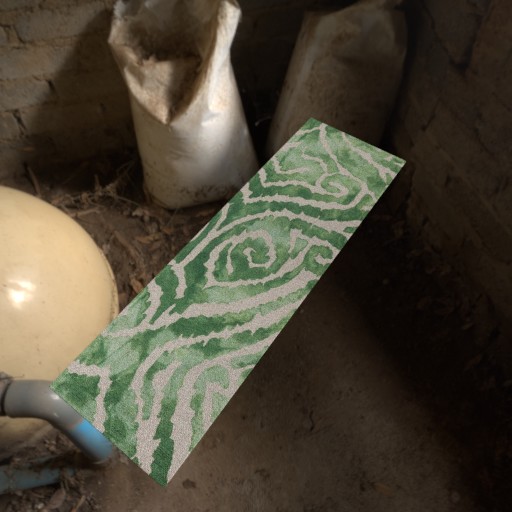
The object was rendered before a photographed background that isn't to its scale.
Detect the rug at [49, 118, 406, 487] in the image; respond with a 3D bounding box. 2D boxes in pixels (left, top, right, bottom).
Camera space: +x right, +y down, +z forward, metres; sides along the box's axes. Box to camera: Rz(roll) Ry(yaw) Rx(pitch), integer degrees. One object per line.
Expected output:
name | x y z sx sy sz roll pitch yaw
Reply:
rug | 0.000 0.000 2.599 0.761 0.006 2.438 31 62 19
